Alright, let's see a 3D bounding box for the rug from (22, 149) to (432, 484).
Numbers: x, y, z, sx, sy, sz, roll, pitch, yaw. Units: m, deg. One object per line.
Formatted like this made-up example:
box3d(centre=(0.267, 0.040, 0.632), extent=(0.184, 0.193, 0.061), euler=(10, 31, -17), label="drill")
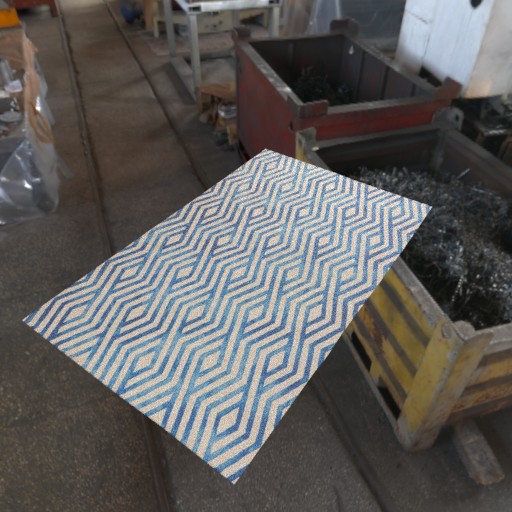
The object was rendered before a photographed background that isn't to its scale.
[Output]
box3d(centre=(0.000, 0.000, 2.927), extent=(1.531, 0.008, 2.439), euler=(26, 48, 26), label="rug")
